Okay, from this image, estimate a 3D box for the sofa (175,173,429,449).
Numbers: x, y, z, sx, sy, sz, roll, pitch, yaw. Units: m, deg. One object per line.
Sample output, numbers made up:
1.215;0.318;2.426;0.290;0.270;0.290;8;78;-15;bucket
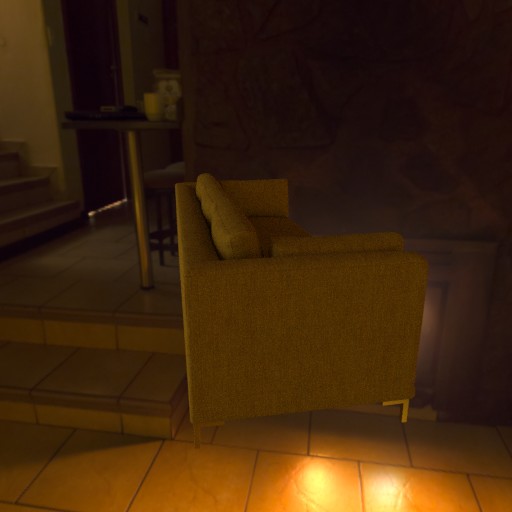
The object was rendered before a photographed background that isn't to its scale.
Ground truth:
0.000;0.000;2.865;0.969;0.867;2.415;-3;17;-10;sofa
